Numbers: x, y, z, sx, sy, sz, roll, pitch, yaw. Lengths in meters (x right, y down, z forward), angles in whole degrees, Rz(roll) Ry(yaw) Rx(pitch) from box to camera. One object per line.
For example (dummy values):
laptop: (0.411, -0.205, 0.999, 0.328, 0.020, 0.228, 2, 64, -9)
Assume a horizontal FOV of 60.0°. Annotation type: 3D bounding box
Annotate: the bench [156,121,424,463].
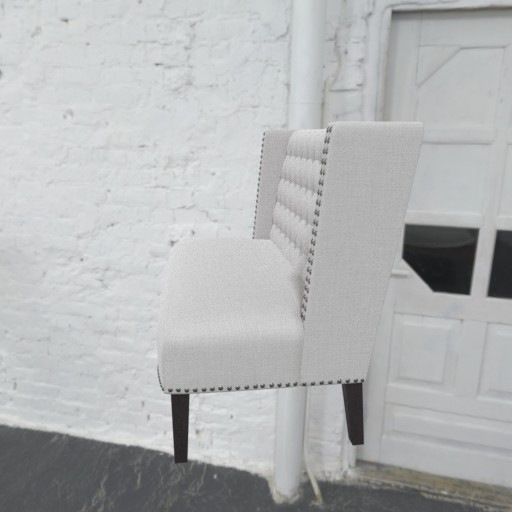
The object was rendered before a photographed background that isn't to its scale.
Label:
bench: (0.000, 0.000, 2.005, 0.847, 1.123, 1.280, -2, 15, -8)
